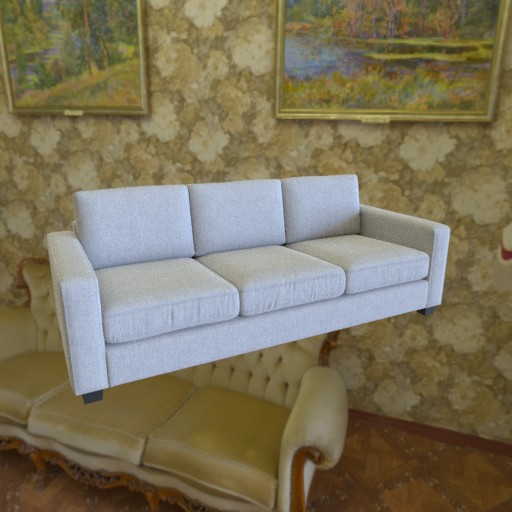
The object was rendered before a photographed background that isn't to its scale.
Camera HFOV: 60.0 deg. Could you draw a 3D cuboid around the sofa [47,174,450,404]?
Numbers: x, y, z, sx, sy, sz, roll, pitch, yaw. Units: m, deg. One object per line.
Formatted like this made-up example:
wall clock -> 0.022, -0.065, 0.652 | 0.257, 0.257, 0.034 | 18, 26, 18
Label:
sofa -> 0.000, 0.000, 2.541 | 2.120, 0.800, 0.900 | -8, 19, -26
